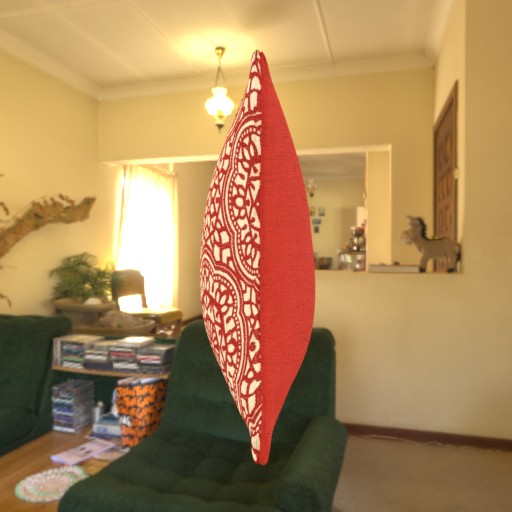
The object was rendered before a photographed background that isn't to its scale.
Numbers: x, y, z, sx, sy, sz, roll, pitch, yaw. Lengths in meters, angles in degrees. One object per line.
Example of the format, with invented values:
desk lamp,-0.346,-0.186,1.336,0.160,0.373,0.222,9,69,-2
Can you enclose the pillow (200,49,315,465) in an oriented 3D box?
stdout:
pillow,0.000,0.000,0.662,0.162,0.419,0.438,0,1,-1
